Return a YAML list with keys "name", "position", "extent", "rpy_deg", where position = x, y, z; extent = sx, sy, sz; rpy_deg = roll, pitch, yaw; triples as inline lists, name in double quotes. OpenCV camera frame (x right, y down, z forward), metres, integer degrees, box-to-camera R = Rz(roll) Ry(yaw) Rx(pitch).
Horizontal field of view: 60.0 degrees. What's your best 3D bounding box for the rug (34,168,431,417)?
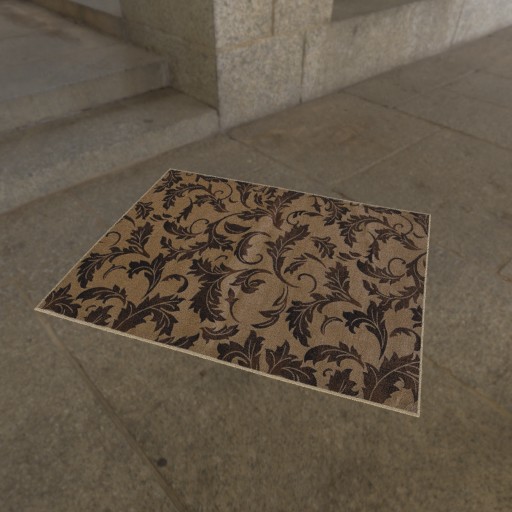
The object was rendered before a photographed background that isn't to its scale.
- name: "rug"
  position: [0.000, 0.000, 4.034]
  extent: [2.977, 0.008, 2.380]
  rpy_deg: [12, 42, 14]
